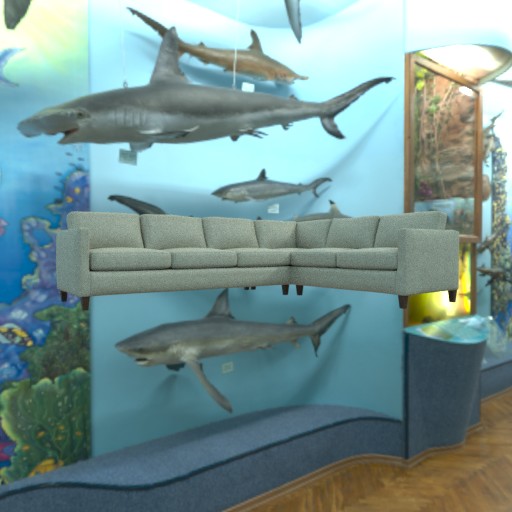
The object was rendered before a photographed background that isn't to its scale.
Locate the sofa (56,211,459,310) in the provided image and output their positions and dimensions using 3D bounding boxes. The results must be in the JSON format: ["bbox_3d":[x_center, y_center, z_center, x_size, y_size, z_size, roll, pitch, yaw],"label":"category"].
[{"bbox_3d":[0.000,0.000,4.504,3.333,0.934,2.522,-1,1,-36],"label":"sofa"}]
